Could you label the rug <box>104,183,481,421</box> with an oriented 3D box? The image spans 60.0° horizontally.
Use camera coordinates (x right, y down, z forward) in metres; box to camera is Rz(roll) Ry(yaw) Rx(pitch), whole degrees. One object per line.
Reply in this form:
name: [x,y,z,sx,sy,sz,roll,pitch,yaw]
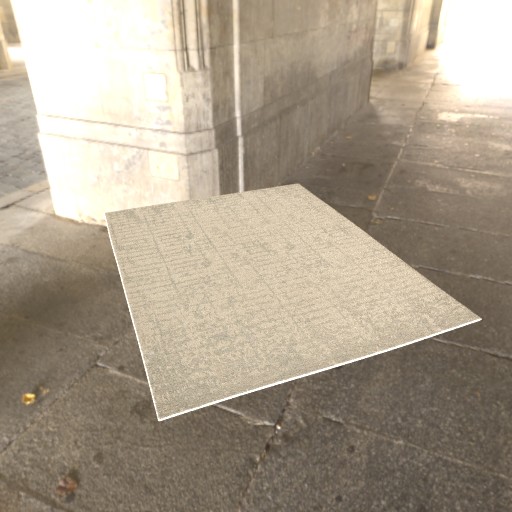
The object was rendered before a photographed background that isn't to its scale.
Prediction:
rug: [0.000,0.000,4.143,2.447,0.014,3.061,-12,32,-19]
